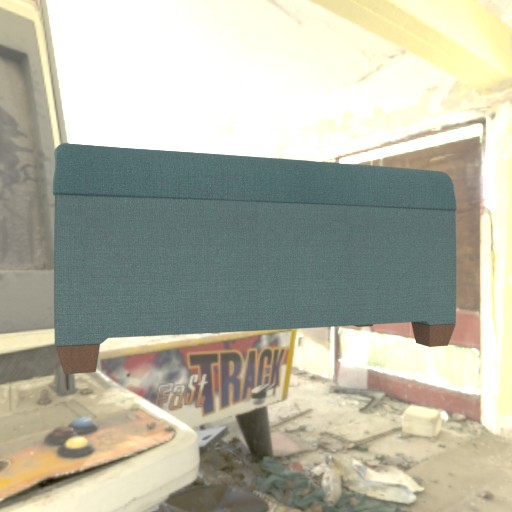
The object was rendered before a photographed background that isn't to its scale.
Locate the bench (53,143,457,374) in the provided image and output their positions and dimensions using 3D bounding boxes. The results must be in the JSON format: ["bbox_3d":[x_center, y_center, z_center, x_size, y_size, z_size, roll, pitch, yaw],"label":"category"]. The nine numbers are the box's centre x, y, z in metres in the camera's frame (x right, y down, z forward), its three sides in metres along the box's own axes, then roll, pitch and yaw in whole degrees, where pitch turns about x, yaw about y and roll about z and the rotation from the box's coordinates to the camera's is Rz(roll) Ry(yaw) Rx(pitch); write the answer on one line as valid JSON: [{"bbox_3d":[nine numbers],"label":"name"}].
[{"bbox_3d":[0.000,0.000,1.222,0.995,0.474,0.476,0,0,-18],"label":"bench"}]
